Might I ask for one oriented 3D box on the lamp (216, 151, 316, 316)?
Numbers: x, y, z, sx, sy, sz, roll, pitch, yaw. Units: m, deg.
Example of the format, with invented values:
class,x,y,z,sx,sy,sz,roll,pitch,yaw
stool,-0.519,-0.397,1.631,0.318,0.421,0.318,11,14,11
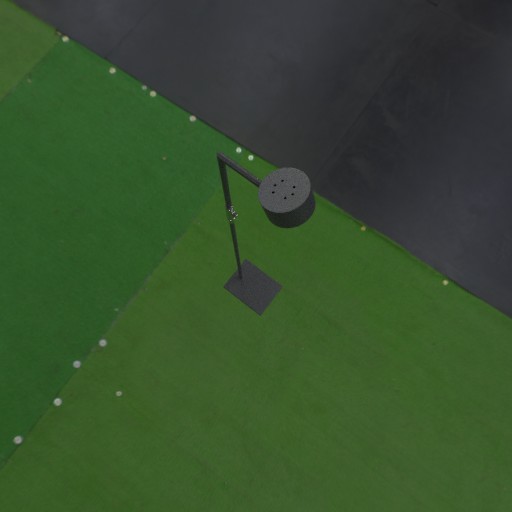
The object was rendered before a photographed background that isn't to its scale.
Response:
class,x,y,z,sx,sy,sz,roll,pitch,yaw
lamp,0.000,0.000,1.714,0.304,1.600,0.203,37,79,8
